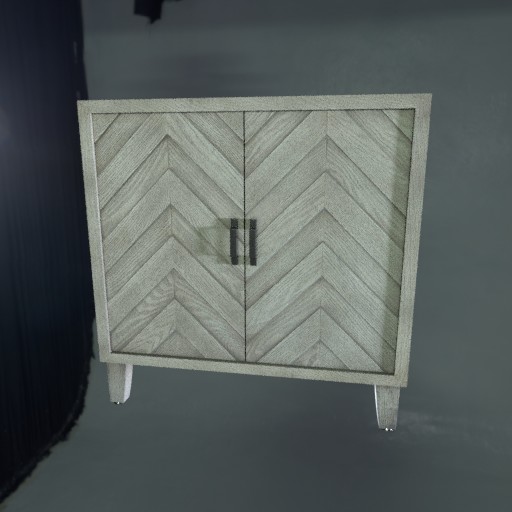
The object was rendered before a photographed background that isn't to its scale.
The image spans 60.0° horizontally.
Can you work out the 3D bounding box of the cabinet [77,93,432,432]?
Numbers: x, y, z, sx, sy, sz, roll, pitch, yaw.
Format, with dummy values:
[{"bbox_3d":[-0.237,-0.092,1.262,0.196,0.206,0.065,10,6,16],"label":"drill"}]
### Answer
[{"bbox_3d":[0.000,0.000,1.216,0.781,0.787,0.370,2,13,9],"label":"cabinet"}]
